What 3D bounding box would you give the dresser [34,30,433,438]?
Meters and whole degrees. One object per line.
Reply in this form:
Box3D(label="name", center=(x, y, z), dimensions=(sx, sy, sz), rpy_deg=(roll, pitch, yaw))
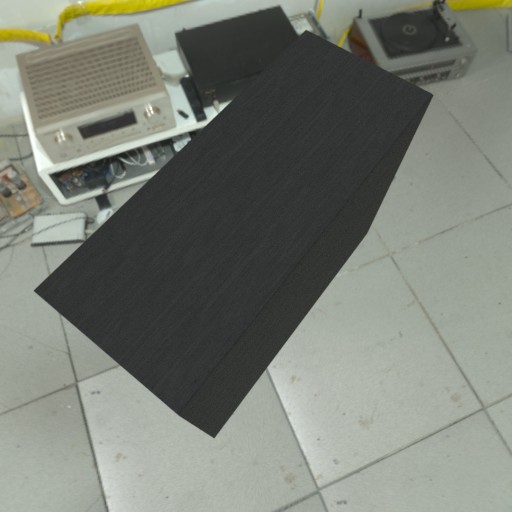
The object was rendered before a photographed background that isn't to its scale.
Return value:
Box3D(label="dresser", center=(0.000, 0.000, 1.404), dimensions=(0.404, 0.816, 0.994), rpy_deg=(35, 69, 15))
